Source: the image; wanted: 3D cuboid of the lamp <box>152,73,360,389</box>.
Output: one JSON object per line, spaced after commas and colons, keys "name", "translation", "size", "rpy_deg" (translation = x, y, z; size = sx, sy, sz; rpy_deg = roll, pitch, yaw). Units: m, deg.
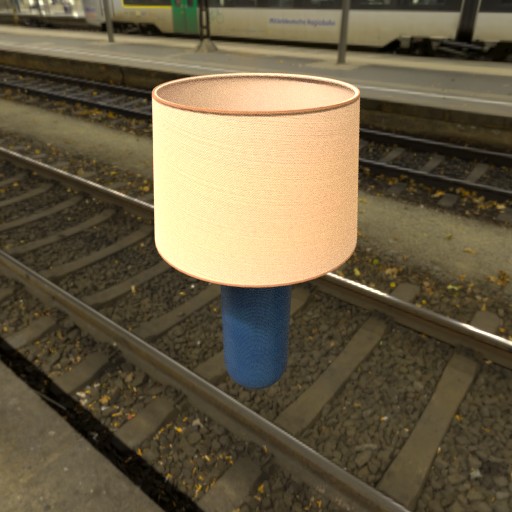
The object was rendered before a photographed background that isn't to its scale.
{"name": "lamp", "translation": [0.000, 0.000, 0.848], "size": [0.367, 0.609, 0.367], "rpy_deg": [0, 30, 0]}
